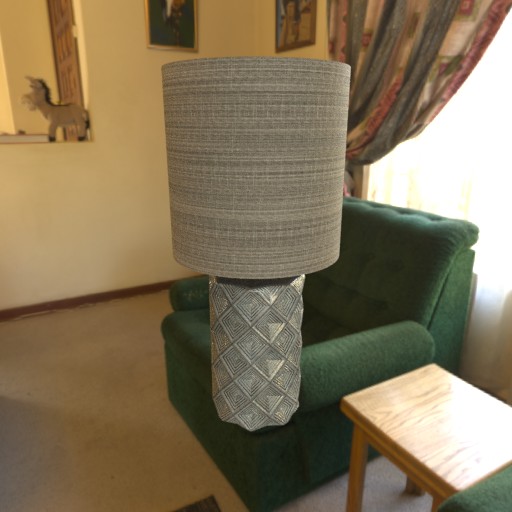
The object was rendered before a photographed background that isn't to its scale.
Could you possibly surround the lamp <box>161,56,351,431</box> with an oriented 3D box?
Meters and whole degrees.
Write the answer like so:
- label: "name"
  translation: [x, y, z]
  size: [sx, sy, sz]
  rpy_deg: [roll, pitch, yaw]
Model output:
- label: "lamp"
  translation: [0.000, 0.000, 0.725]
  size: [0.268, 0.566, 0.269]
  rpy_deg: [16, 23, 42]
